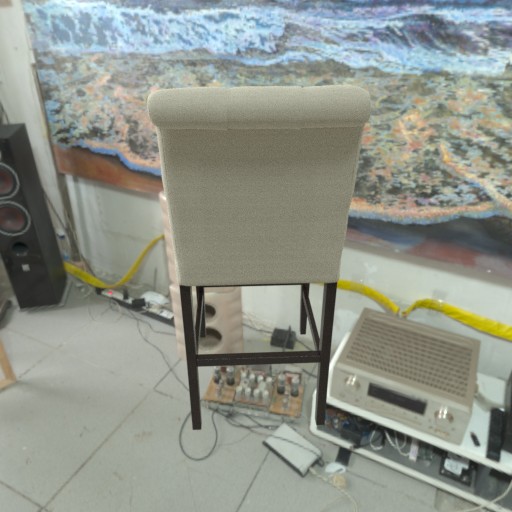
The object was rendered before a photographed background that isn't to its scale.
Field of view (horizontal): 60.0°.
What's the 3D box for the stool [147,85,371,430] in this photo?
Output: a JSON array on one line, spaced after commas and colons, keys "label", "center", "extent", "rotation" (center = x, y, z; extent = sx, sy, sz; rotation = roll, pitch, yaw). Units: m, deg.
[{"label": "stool", "center": [0.000, 0.000, 1.427], "extent": [0.482, 1.118, 0.610], "rotation": [-1, 30, -2]}]
